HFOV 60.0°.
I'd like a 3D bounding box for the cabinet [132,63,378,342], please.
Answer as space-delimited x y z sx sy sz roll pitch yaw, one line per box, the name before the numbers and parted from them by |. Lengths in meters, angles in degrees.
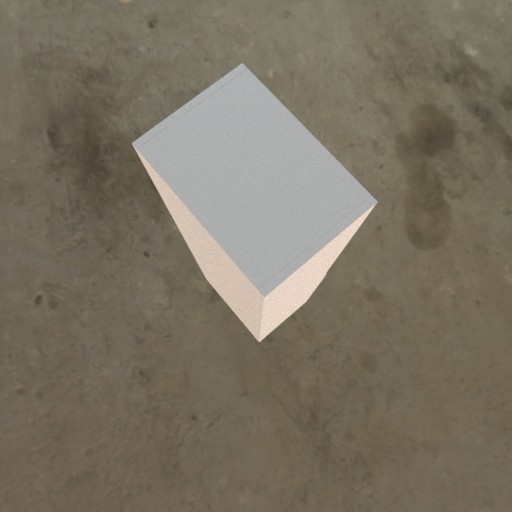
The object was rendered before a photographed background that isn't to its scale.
cabinet | 0.000 0.000 1.509 0.300 1.350 0.400 -39 79 -9
